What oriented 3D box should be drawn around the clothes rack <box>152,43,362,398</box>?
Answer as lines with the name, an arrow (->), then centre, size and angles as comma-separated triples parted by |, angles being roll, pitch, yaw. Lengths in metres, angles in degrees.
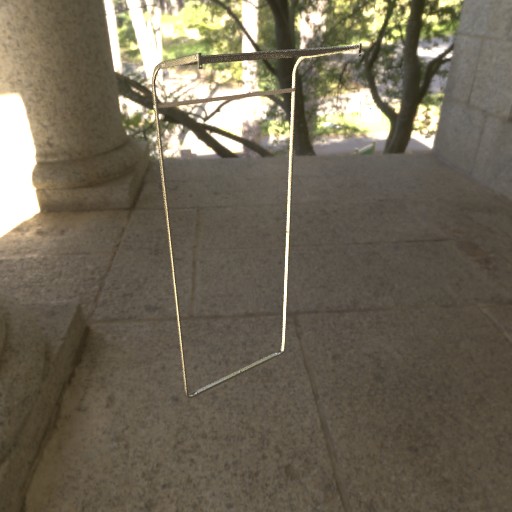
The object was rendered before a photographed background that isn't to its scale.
clothes rack -> 0.000, 0.000, 1.817 | 0.609, 1.574, 0.349 | -19, 35, -29
